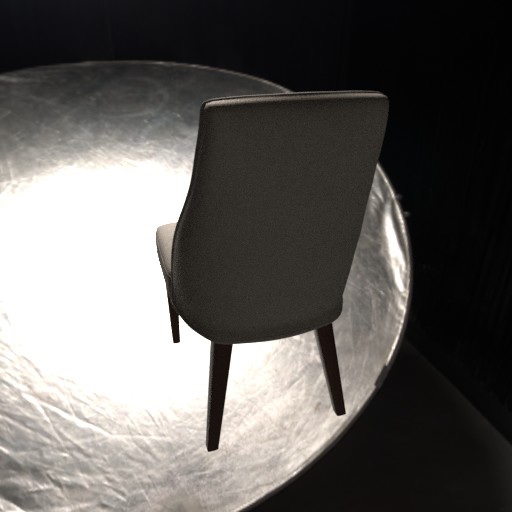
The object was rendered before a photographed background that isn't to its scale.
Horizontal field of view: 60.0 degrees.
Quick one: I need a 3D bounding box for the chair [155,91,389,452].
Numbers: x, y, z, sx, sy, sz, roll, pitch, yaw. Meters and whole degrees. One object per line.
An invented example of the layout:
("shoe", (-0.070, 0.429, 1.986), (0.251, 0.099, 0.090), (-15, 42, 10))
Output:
("chair", (0.000, 0.000, 1.249), (0.500, 0.930, 0.620), (-9, 28, -17))
